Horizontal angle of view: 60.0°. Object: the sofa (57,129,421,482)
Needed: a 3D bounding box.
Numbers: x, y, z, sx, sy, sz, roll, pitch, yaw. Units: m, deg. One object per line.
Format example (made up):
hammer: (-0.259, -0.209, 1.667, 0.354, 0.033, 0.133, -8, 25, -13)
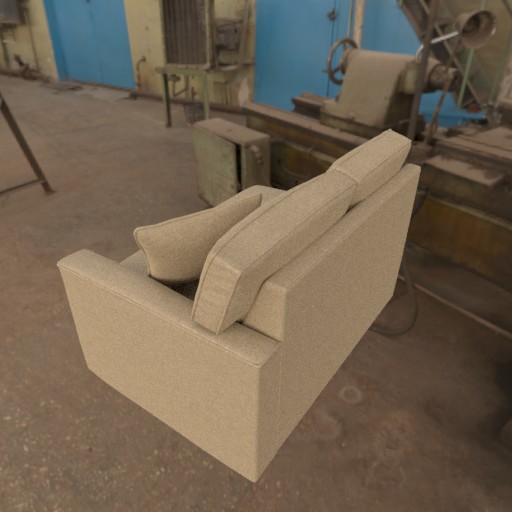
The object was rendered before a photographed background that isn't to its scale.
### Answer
sofa: (0.000, 0.000, 2.056, 0.991, 0.989, 1.388, 21, 38, 29)
